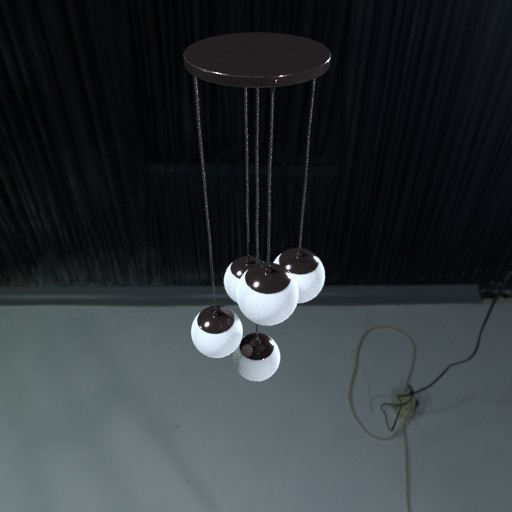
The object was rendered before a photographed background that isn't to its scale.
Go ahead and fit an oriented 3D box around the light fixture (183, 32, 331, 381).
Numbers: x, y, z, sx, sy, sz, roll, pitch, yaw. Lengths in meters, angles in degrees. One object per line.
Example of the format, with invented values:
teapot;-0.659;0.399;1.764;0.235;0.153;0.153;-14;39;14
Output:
light fixture;0.000;0.000;1.459;0.484;1.271;0.489;-2;41;-2
